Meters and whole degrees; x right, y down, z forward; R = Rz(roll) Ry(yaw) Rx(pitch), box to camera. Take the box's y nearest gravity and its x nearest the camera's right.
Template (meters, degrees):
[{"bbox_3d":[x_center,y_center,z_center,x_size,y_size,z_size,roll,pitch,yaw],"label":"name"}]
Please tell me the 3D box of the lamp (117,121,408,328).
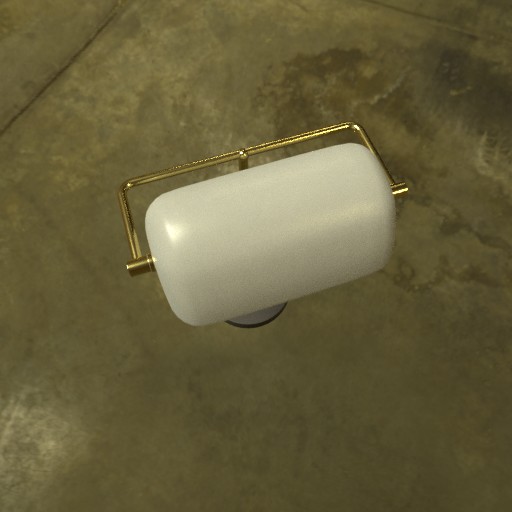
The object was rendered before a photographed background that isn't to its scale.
[{"bbox_3d":[0.000,0.000,0.566,0.269,0.404,0.227,-17,64,-8],"label":"lamp"}]
